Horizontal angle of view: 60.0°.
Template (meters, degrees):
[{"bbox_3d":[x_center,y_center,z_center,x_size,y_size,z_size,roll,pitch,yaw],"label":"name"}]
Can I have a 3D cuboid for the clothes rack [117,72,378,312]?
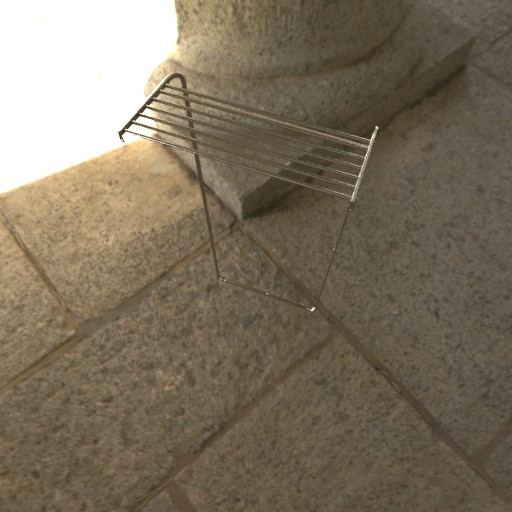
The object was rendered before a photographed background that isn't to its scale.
[{"bbox_3d":[0.000,0.000,1.820,0.609,1.574,0.349,18,64,9],"label":"clothes rack"}]
